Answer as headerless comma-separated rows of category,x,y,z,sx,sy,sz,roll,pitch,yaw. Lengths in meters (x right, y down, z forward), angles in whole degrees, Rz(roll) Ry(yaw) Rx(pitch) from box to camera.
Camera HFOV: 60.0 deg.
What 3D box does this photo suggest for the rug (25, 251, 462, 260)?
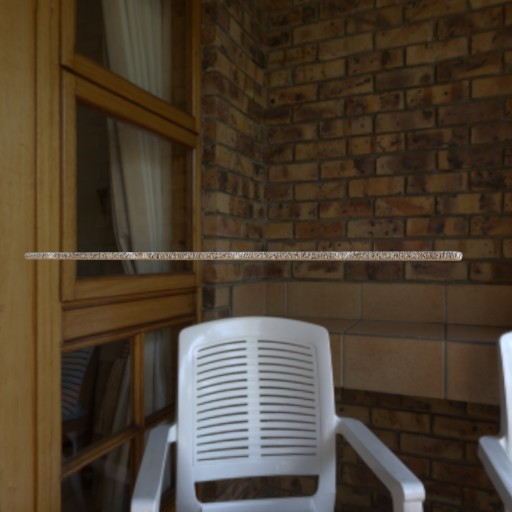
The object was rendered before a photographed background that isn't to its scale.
rug,0.000,0.000,2.273,1.778,0.030,1.219,0,0,17
